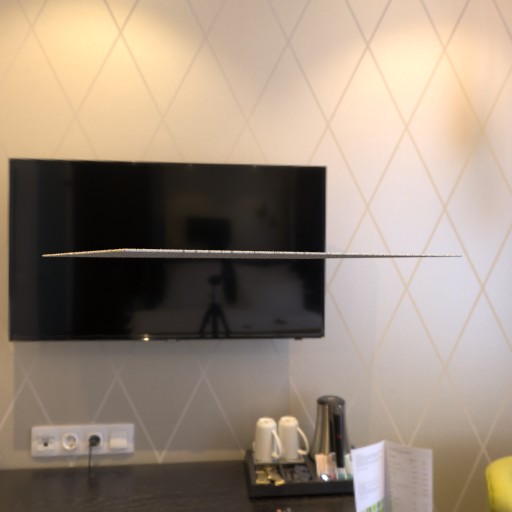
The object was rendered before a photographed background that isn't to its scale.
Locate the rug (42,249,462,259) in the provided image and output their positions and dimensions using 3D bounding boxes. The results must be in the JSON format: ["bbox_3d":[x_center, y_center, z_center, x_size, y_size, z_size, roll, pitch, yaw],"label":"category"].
[{"bbox_3d":[0.000,0.000,2.308,1.827,0.007,1.211,1,-1,-36],"label":"rug"}]
